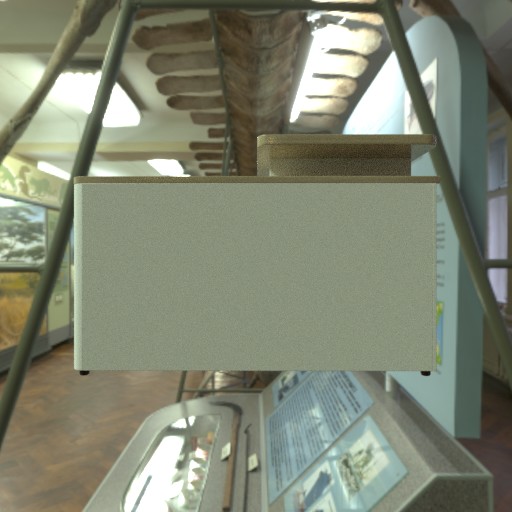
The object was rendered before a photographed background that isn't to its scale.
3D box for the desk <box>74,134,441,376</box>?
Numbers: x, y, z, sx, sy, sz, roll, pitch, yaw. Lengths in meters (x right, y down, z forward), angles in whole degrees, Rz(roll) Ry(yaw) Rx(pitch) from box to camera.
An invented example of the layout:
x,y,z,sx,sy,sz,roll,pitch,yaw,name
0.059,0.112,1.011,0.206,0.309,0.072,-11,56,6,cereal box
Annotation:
x,y,z,sx,sy,sz,roll,pitch,yaw,name
0.000,0.000,2.103,1.175,0.770,1.400,0,0,0,desk
